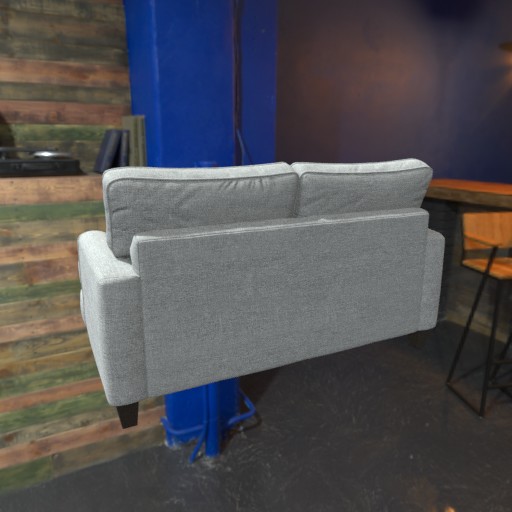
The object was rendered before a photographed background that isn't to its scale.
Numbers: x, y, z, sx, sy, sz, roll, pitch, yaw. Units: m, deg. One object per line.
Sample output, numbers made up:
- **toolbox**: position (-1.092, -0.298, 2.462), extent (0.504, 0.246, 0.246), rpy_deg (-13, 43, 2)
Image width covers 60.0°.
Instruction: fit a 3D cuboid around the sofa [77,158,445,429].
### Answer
- **sofa**: position (0.000, 0.000, 2.249), extent (1.651, 0.965, 0.965), rpy_deg (-7, 16, -25)
